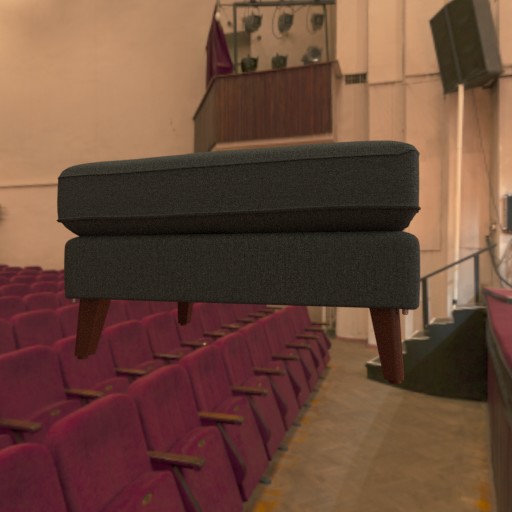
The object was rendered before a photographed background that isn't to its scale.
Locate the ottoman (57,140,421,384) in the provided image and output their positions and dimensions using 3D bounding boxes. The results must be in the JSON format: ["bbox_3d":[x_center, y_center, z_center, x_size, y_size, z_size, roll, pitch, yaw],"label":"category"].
[{"bbox_3d":[0.000,0.000,1.236,0.835,0.503,0.629,0,0,17],"label":"ottoman"}]
